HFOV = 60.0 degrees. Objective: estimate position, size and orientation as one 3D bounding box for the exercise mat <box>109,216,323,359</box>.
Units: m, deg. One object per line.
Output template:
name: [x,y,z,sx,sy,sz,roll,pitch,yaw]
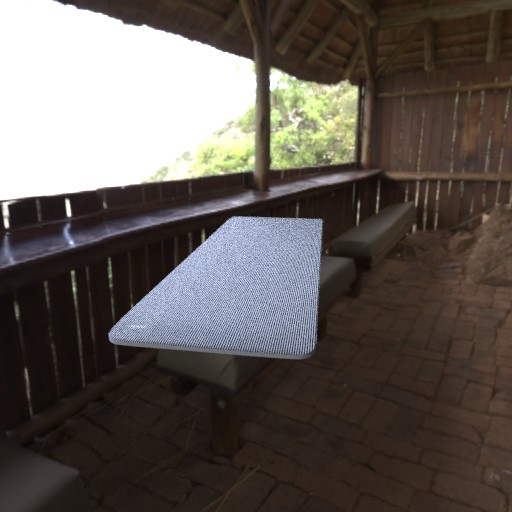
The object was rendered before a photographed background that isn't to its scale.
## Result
exercise mat: [0.000,0.000,2.124,0.616,0.021,1.884,2,16,8]
